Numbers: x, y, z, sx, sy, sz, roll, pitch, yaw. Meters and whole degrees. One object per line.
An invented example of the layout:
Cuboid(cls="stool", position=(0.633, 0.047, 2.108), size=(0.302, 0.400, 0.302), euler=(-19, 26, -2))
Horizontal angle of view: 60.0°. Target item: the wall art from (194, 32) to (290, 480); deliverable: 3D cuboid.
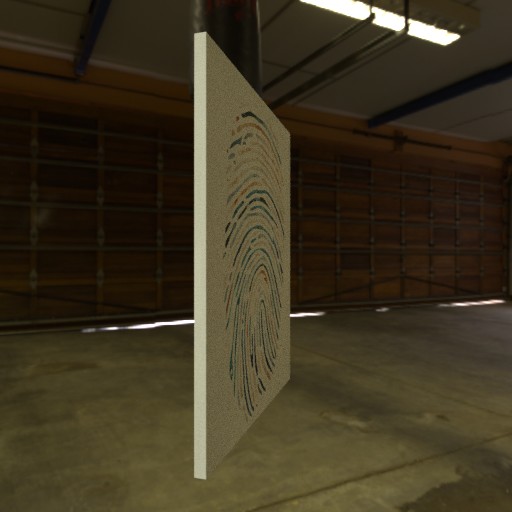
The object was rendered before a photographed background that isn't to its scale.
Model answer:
Cuboid(cls="wall art", position=(0.000, 0.000, 0.996), size=(0.021, 0.710, 0.609), euler=(0, 0, 17))
